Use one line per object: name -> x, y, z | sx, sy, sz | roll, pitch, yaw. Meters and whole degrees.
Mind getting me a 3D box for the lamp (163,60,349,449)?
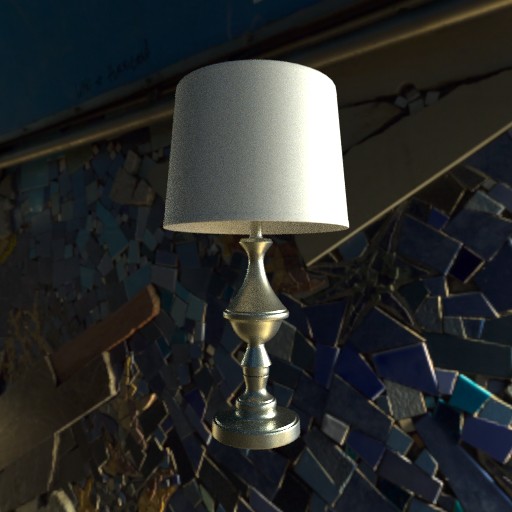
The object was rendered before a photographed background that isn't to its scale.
lamp -> 0.000, 0.000, 0.933 | 0.383, 0.733, 0.383 | 0, -1, 0
